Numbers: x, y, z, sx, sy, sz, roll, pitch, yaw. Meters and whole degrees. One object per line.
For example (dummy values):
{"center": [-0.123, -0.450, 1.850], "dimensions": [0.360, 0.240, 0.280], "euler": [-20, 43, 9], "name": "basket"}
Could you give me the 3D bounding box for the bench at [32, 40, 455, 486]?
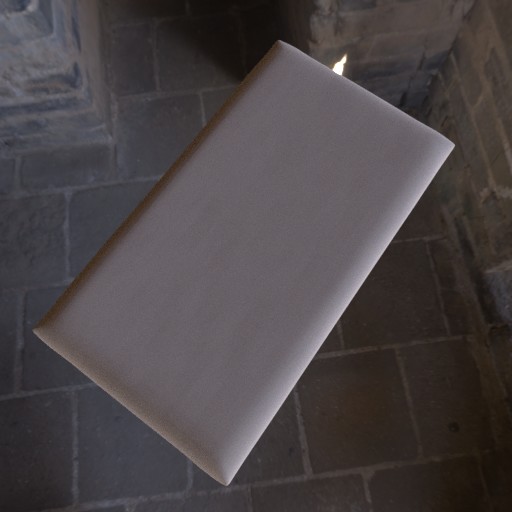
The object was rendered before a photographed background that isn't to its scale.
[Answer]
{"center": [0.000, 0.000, 1.148], "dimensions": [0.500, 0.449, 0.887], "euler": [35, 77, 9], "name": "bench"}
